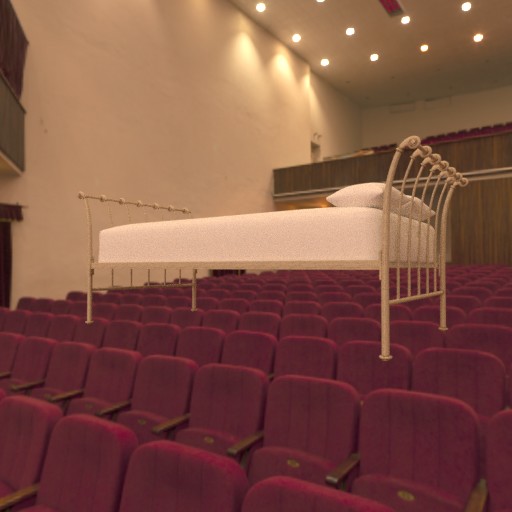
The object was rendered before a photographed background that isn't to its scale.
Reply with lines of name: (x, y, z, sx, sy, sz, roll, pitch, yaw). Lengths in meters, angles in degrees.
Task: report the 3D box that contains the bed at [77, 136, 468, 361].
bed: (0.000, 0.000, 2.721, 2.228, 0.873, 1.032, -1, -2, 35)
